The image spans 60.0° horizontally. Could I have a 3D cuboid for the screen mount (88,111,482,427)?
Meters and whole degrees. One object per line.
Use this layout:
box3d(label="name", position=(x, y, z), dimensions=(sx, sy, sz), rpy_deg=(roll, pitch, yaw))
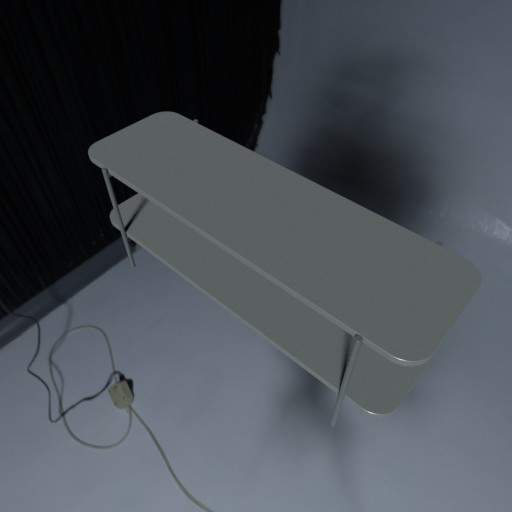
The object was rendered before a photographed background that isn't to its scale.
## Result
box3d(label="screen mount", position=(0.000, 0.000, 1.418), dimensions=(1.200, 0.447, 0.400), rpy_deg=(33, 55, 27))
